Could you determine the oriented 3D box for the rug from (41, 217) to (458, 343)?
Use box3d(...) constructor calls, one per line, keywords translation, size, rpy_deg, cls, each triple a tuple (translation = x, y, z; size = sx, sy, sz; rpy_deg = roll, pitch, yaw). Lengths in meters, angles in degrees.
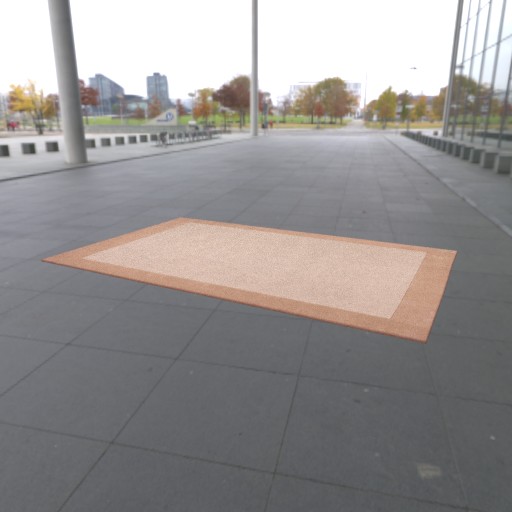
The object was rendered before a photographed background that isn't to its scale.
box3d(translation=(0.000, 0.000, 3.052), size=(2.438, 0.014, 1.524), rpy_deg=(9, 19, 27), cls="rug")
